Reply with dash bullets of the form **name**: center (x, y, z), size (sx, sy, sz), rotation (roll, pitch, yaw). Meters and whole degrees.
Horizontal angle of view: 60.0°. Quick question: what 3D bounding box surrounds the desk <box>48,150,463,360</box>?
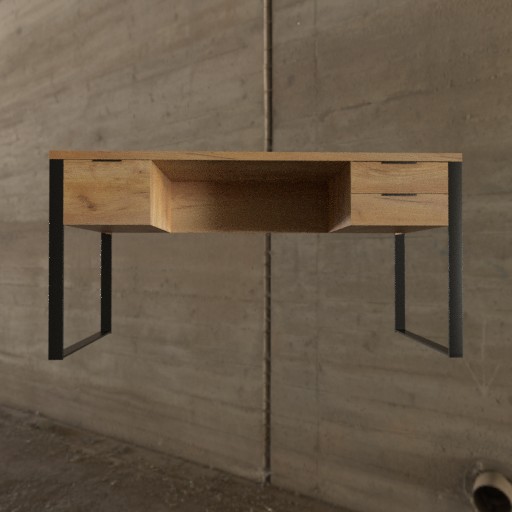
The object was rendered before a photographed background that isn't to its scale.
- **desk**: center (0.000, 0.000, 1.922), size (1.520, 0.760, 0.600), rotation (0, -1, -2)
